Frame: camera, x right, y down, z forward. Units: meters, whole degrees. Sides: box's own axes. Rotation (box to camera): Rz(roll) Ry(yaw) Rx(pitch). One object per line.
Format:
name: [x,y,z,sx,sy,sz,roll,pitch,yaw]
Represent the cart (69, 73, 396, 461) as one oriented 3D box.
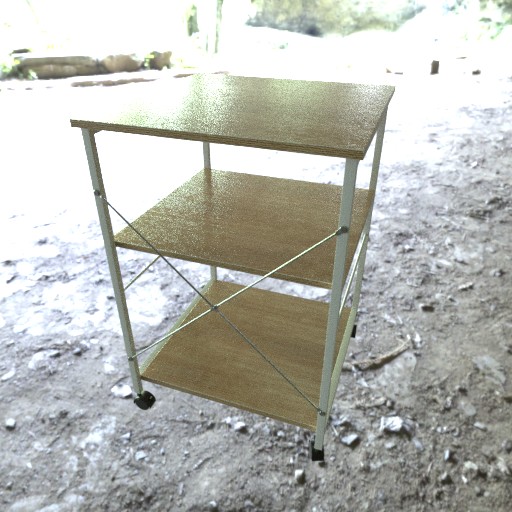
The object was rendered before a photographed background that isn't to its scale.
cart: [0.000,0.000,1.120,0.521,0.762,0.520,11,33,17]
